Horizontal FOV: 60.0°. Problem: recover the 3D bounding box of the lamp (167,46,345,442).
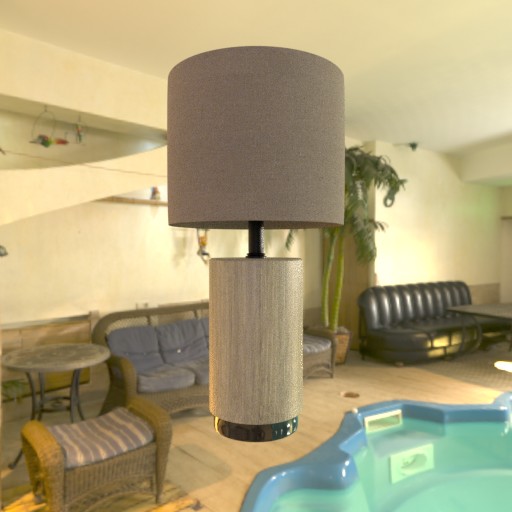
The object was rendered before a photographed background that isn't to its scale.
[{"bbox_3d":[0.000,0.000,0.581,0.228,0.444,0.228,-1,1,-36],"label":"lamp"}]
